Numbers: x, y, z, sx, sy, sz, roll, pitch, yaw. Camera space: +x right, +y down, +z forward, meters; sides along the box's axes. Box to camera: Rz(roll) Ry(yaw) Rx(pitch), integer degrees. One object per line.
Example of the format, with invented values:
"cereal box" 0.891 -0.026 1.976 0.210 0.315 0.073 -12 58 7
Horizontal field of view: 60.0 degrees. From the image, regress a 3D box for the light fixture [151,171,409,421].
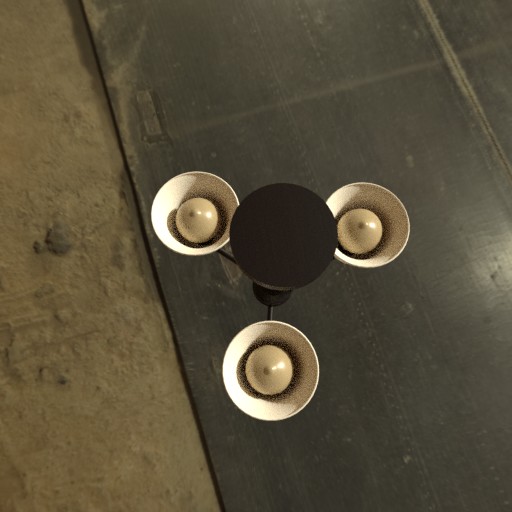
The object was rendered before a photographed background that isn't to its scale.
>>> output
"light fixture" 0.000 0.000 0.674 0.354 0.370 0.388 33 78 8
